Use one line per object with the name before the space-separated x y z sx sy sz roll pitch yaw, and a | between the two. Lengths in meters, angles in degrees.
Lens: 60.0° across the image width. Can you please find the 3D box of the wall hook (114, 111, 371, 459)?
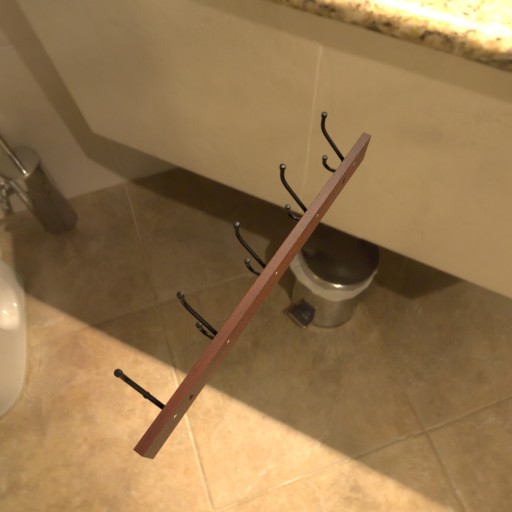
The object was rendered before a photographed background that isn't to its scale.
wall hook | 0.000 0.000 0.622 0.071 0.117 0.571 31 67 15
